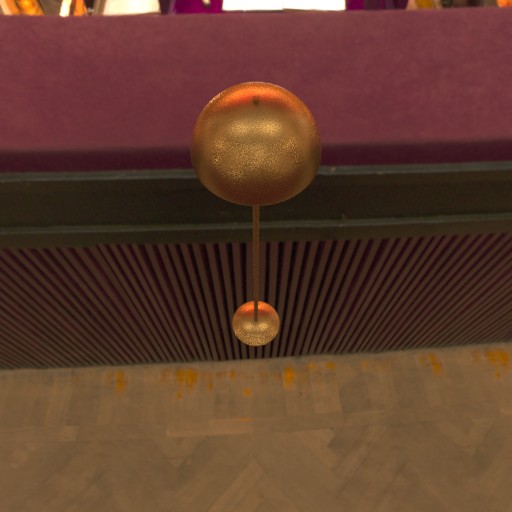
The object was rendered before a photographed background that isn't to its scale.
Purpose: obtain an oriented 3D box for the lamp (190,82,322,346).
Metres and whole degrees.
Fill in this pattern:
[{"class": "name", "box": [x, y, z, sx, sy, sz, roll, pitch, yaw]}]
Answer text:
[{"class": "lamp", "box": [0.000, 0.000, 1.620, 0.328, 1.480, 0.328, -1, 62, -1]}]
